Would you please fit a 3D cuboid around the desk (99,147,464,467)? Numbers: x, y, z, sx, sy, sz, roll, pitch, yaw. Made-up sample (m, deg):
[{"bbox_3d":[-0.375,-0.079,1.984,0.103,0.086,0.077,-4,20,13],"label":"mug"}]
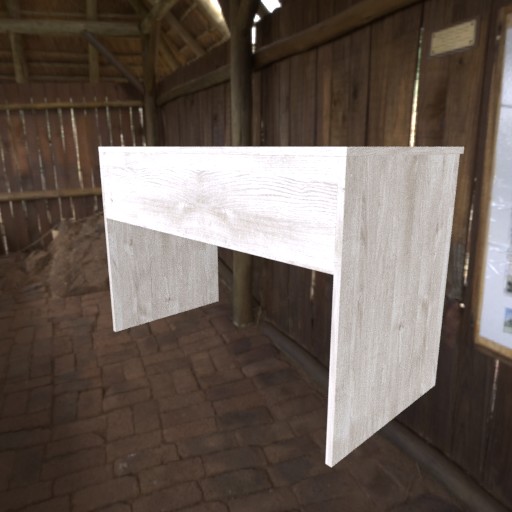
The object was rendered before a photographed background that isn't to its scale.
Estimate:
[{"bbox_3d":[0.000,0.000,1.525,0.560,0.730,1.100,-13,19,-42],"label":"desk"}]
